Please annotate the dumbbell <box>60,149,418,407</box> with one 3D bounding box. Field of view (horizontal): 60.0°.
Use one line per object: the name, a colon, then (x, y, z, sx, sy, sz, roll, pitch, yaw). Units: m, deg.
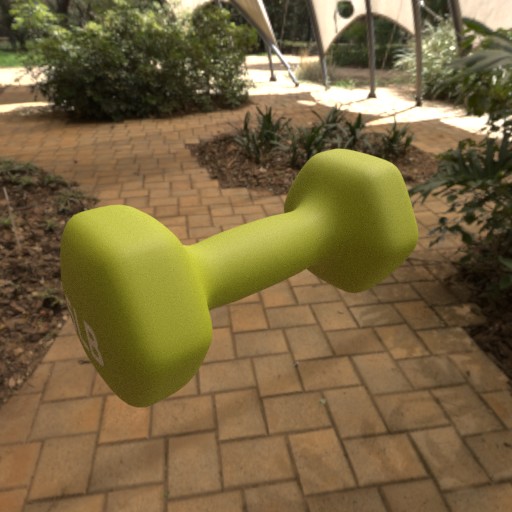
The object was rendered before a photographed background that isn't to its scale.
dumbbell: (0.000, 0.000, 0.206, 0.164, 0.072, 0.080, -21, 35, -33)
